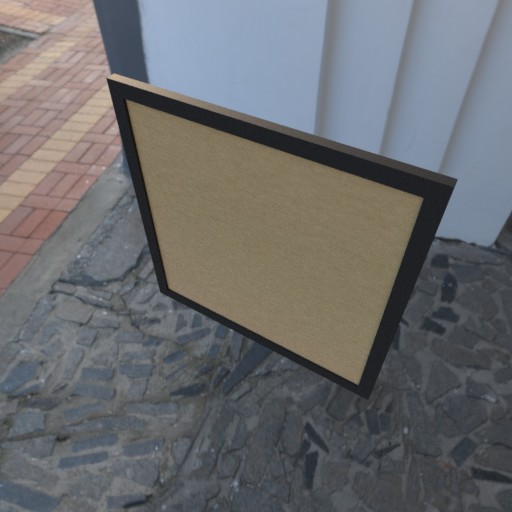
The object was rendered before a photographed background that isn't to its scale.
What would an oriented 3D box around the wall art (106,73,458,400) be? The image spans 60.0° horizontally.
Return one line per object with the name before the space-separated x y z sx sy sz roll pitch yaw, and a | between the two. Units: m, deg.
wall art | 0.000 0.000 0.532 0.358 0.357 0.012 24 51 21
